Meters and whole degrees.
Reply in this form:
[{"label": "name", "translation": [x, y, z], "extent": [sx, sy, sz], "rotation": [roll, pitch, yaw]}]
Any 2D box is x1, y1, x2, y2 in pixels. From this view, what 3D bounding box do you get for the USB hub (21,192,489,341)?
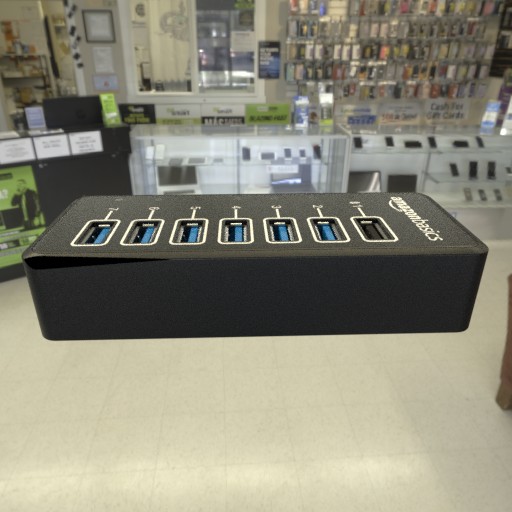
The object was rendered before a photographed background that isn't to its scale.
[{"label": "USB hub", "translation": [0.000, 0.000, 0.125], "extent": [0.110, 0.023, 0.044], "rotation": [-1, 27, -2]}]
